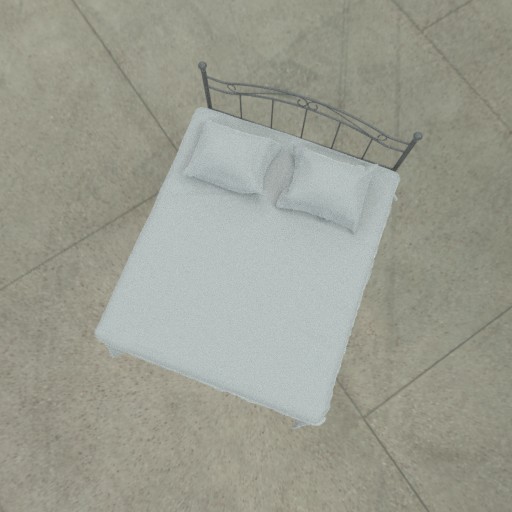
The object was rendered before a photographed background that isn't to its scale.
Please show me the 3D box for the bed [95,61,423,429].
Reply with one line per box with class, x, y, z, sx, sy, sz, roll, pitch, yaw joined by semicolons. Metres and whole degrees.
bed;0.000;0.000;3.341;1.936;1.080;2.215;20;77;5
